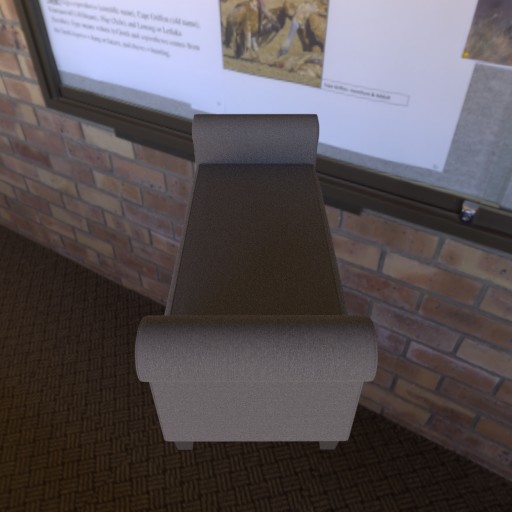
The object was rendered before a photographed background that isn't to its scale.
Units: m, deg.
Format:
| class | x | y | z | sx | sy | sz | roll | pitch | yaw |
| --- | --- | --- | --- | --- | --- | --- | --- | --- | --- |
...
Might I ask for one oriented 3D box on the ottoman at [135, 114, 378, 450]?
| class | x | y | z | sx | sy | sz | roll | pitch | yaw |
| --- | --- | --- | --- | --- | --- | --- | --- | --- | --- |
| ottoman | 0.000 | 0.000 | 1.539 | 0.521 | 0.547 | 1.256 | 0 | 40 | 0 |
